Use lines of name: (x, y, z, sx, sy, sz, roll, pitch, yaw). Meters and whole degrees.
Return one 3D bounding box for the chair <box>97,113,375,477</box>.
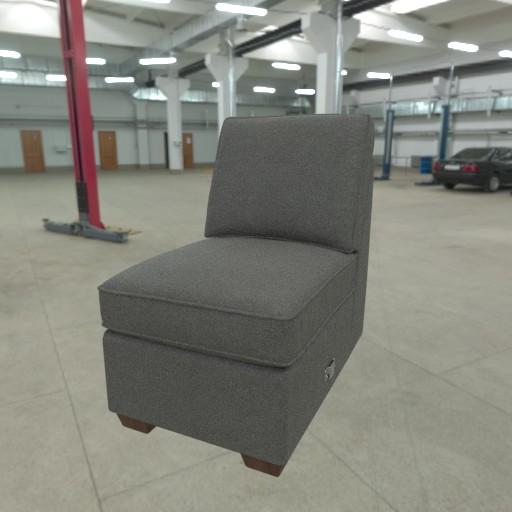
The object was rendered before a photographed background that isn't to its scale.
chair: (0.000, 0.000, 1.533, 0.621, 0.970, 0.938, 7, 16, 24)
